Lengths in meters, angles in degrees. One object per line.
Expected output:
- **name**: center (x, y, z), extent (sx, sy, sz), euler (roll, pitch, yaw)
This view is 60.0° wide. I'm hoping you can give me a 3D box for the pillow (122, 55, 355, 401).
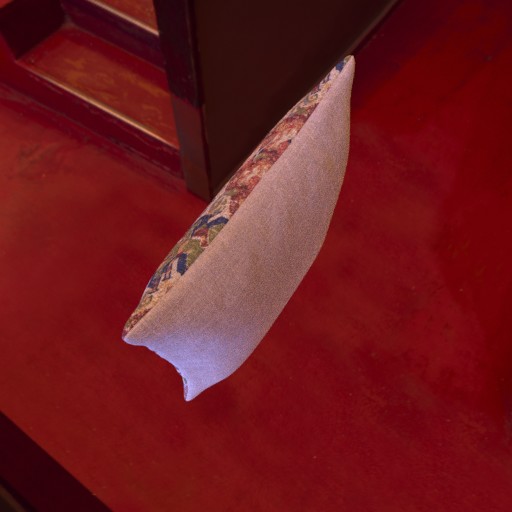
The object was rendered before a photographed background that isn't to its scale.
- **pillow**: center (0.000, 0.000, 0.789), extent (0.166, 0.506, 0.523), euler (31, 68, 14)
